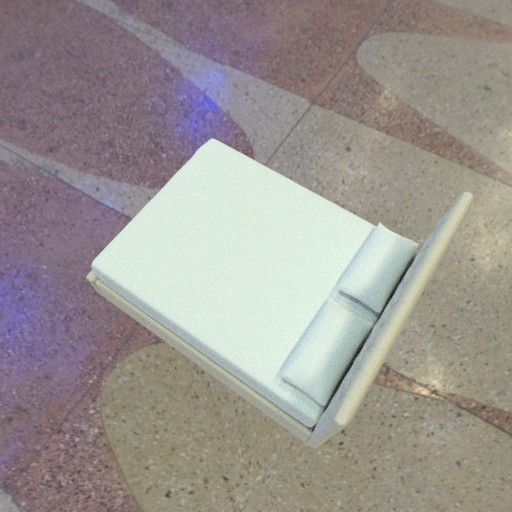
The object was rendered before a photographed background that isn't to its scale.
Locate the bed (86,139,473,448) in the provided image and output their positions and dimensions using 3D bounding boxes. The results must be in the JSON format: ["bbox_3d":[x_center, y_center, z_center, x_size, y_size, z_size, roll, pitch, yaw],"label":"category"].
[{"bbox_3d":[0.000,0.000,3.385,2.233,1.426,1.696,31,67,15],"label":"bed"}]
